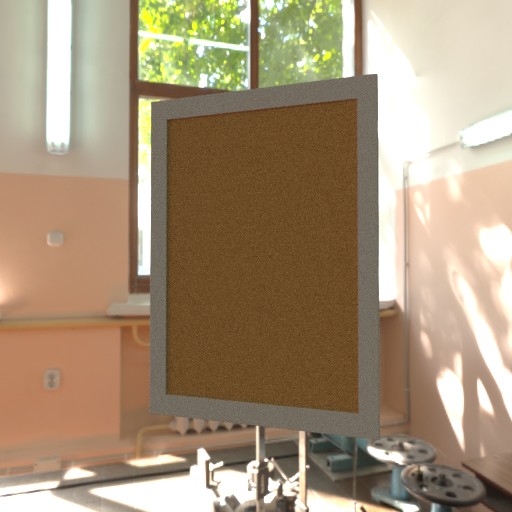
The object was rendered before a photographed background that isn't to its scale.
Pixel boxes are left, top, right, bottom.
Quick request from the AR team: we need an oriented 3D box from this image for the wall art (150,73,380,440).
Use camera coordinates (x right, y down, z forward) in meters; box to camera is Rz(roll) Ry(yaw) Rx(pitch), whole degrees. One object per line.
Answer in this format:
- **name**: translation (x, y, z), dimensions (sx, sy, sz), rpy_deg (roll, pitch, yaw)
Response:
- **wall art**: translation (0.000, 0.000, 0.700), dimensions (0.374, 0.529, 0.012), rpy_deg (0, -1, 18)
